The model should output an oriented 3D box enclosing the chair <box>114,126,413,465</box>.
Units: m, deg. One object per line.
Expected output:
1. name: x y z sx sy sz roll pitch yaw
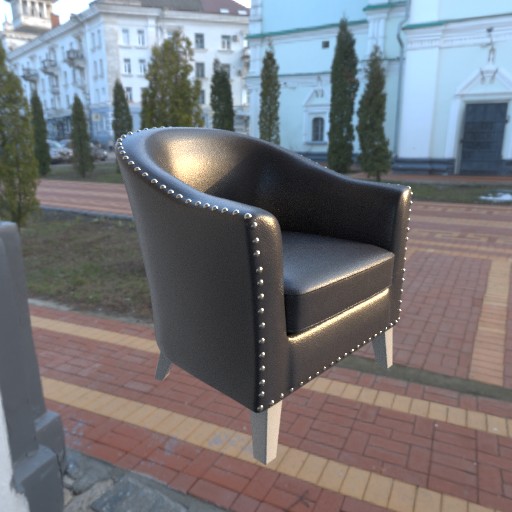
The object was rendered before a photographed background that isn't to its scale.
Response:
1. chair: 0.000 0.000 1.449 0.748 0.823 0.794 13 19 41
